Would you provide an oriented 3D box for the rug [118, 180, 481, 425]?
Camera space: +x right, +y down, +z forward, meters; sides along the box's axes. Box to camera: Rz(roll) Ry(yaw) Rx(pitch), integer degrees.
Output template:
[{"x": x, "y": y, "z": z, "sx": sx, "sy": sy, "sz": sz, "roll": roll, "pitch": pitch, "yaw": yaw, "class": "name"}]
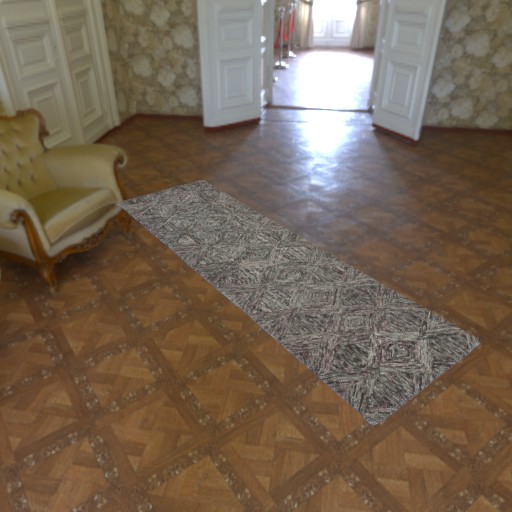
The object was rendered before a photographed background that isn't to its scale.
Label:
[{"x": 0.000, "y": 0.000, "z": 2.509, "sx": 0.719, "sy": 0.013, "sz": 2.305, "roll": -22, "pitch": 38, "yaw": -31, "class": "rug"}]
